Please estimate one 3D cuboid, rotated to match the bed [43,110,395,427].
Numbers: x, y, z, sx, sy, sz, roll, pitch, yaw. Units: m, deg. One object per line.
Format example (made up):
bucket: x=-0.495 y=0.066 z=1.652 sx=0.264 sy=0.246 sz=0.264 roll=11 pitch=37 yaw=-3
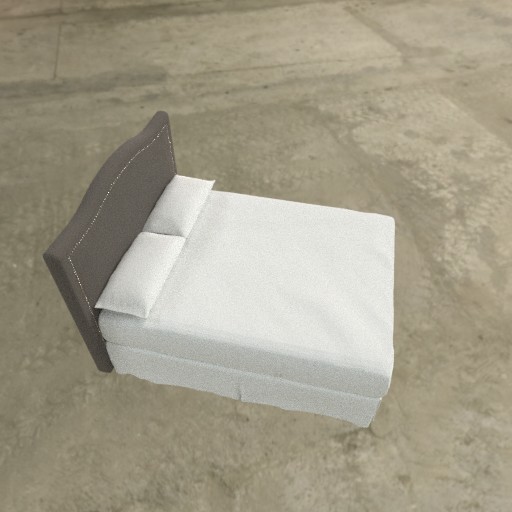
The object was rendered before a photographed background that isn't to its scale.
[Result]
bed: x=0.000 y=0.000 z=3.233 sx=2.036 sy=1.387 sz=1.666 roll=9 pitch=46 yaw=9
